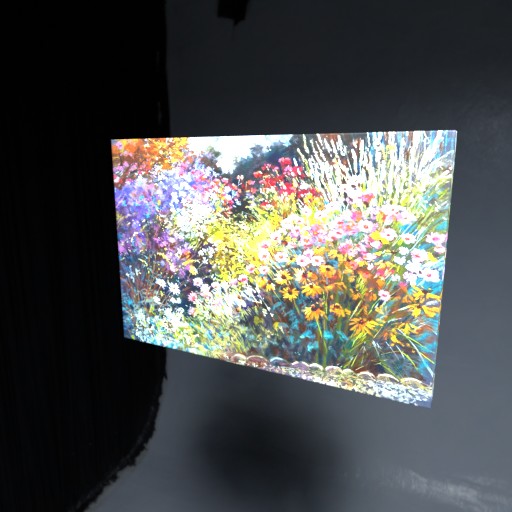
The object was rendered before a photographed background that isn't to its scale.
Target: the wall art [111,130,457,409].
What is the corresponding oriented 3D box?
[{"bbox_3d":[0.000,0.000,0.779,0.610,0.406,0.037,6,14,26],"label":"wall art"}]
